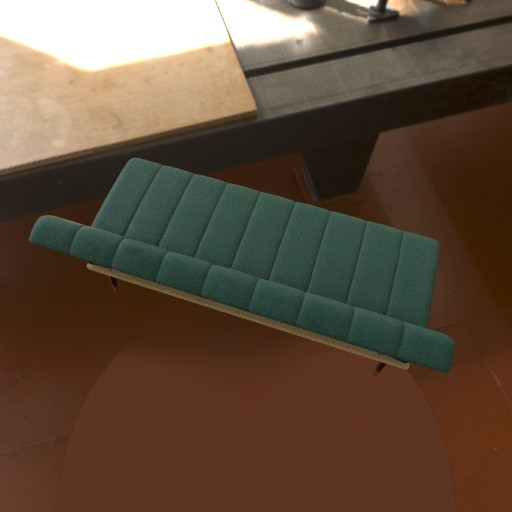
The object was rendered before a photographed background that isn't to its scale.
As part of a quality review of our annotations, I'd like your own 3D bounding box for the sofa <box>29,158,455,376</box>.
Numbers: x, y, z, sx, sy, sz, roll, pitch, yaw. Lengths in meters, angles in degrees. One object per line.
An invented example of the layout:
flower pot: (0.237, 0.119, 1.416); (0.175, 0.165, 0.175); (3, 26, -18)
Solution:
sofa: (0.000, 0.000, 2.283); (1.810, 0.820, 0.830); (16, 65, 8)
